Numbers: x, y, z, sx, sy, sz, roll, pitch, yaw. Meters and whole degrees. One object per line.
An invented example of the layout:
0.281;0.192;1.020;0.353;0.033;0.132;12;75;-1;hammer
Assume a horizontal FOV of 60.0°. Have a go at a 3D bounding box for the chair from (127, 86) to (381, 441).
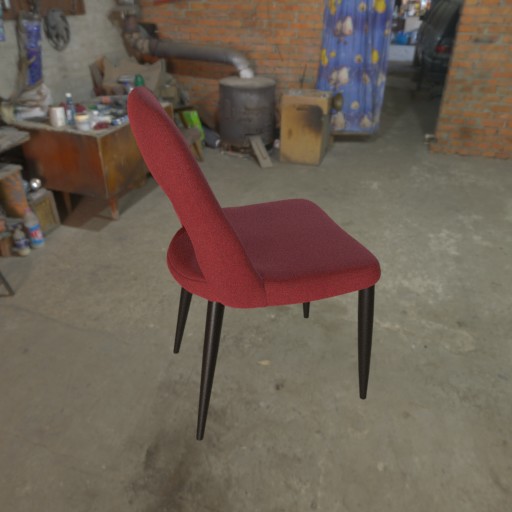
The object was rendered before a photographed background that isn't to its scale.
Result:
0.000;0.000;1.224;0.569;0.892;0.483;-10;32;-16;chair
